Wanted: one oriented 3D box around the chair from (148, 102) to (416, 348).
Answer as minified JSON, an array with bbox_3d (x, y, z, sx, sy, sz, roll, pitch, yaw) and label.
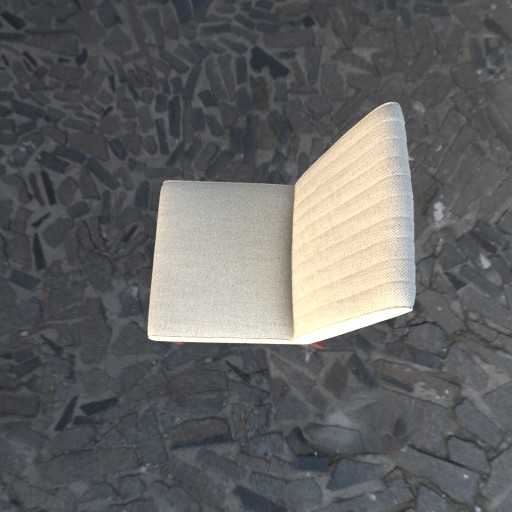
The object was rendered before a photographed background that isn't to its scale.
[{"bbox_3d":[0.000,0.000,1.253,0.594,0.900,0.480,2,74,0],"label":"chair"}]
